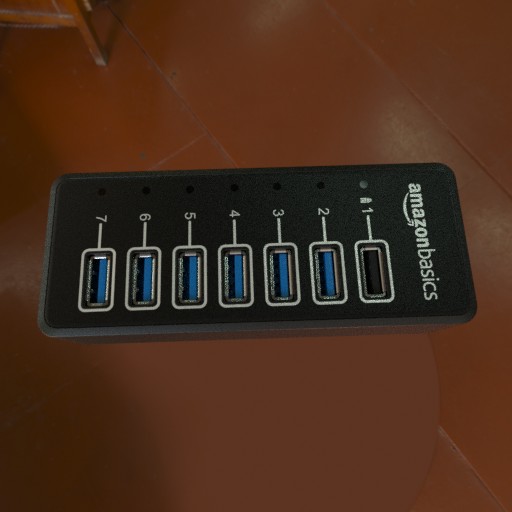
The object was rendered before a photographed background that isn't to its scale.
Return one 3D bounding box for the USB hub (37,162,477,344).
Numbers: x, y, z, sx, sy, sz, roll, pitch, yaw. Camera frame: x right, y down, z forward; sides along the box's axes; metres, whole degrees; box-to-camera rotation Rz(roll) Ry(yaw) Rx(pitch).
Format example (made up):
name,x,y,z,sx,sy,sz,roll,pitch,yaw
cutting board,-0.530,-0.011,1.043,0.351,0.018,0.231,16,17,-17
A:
name,x,y,z,sx,sy,sz,roll,pitch,yaw
USB hub,0.000,0.000,0.125,0.110,0.023,0.044,-2,74,-1
